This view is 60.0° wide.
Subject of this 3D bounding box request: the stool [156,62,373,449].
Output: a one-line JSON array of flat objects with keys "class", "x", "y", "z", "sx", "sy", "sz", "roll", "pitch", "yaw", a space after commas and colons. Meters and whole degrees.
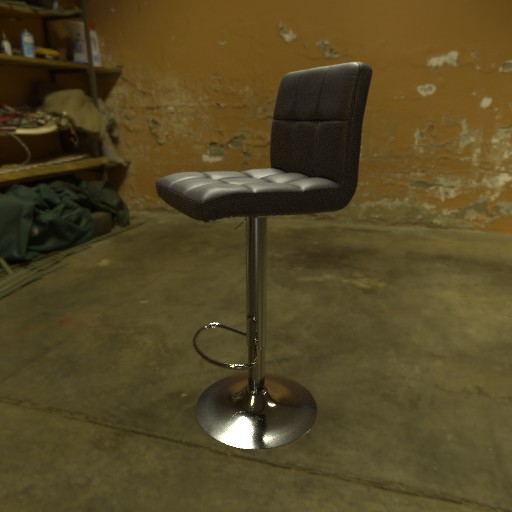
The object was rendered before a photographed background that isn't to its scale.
[{"class": "stool", "x": 0.000, "y": 0.000, "z": 1.388, "sx": 0.505, "sy": 1.115, "sz": 0.430, "roll": -9, "pitch": 19, "yaw": -26}]
